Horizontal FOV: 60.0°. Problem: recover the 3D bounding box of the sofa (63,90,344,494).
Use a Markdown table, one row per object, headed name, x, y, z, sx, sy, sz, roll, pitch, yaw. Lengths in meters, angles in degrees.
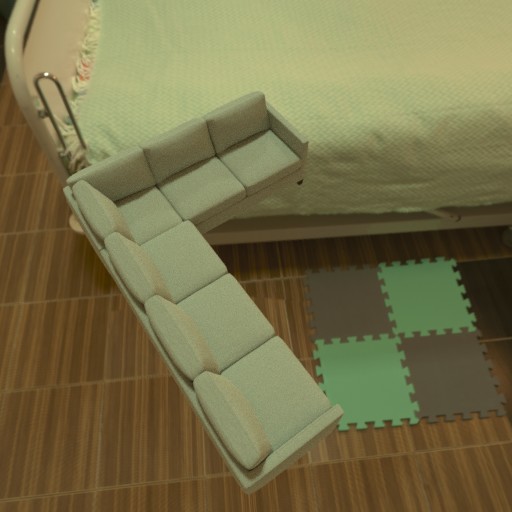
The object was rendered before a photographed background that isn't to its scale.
| name | x | y | z | sx | sy | sz | roll | pitch | yaw |
| --- | --- | --- | --- | --- | --- | --- | --- | --- | --- |
| sofa | 0.000 | 0.000 | 4.330 | 2.522 | 0.934 | 3.333 | -31 | 63 | -18 |
